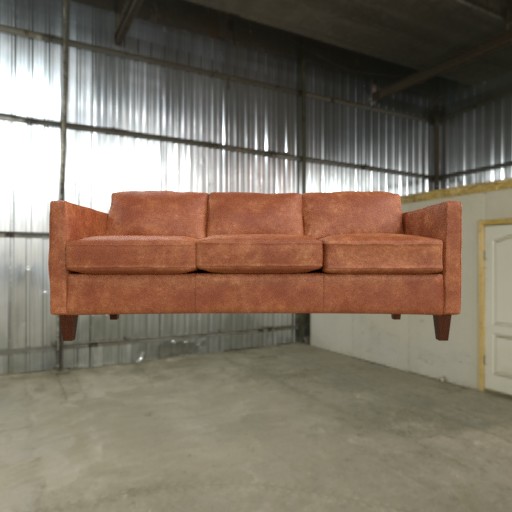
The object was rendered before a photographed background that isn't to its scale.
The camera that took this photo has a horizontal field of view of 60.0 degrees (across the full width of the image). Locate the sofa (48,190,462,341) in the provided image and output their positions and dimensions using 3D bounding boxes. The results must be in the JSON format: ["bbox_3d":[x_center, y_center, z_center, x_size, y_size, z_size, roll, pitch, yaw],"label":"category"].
[{"bbox_3d":[0.000,0.000,3.049,2.464,1.006,1.045,0,0,0],"label":"sofa"}]
